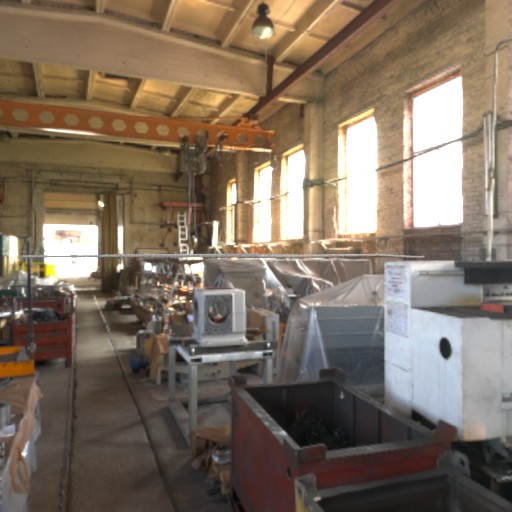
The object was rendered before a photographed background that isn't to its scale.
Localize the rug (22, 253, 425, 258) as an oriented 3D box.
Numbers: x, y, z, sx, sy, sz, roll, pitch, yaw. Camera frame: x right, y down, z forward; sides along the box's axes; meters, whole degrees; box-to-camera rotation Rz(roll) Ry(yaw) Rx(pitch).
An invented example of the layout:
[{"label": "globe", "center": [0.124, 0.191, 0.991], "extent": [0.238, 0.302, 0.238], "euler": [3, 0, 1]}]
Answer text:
[{"label": "rug", "center": [0.000, 0.000, 2.966], "extent": [1.604, 0.030, 2.307], "euler": [0, 0, 35]}]
